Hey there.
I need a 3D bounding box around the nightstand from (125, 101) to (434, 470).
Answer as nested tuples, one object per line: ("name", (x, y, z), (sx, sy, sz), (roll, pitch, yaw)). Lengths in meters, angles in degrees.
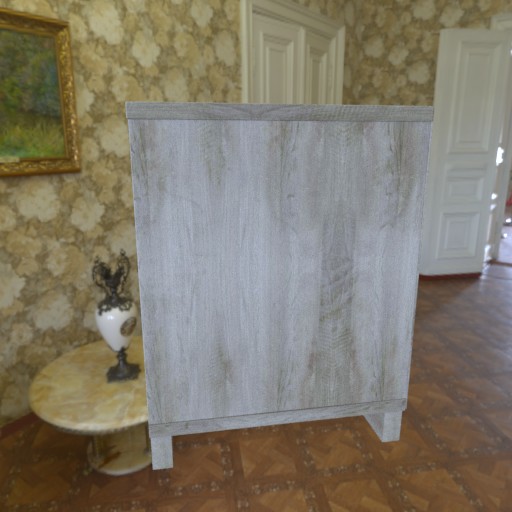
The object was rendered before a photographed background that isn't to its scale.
("nightstand", (0.000, 0.000, 0.742), (0.347, 0.448, 0.427), (-2, 14, -10))
